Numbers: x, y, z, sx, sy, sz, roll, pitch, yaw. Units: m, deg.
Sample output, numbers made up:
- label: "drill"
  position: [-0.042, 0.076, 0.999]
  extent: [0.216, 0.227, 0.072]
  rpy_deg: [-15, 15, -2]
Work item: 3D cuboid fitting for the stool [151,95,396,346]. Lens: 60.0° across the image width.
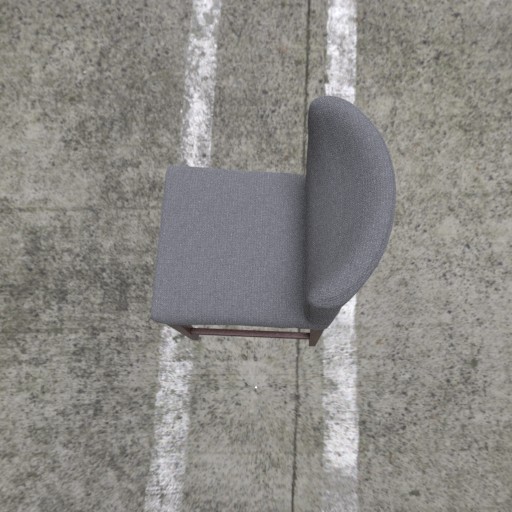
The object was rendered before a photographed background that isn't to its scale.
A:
- label: "stool"
  position: [0.000, 0.000, 1.398]
  extent: [0.568, 1.069, 0.486]
  rpy_deg: [2, 74, 1]
